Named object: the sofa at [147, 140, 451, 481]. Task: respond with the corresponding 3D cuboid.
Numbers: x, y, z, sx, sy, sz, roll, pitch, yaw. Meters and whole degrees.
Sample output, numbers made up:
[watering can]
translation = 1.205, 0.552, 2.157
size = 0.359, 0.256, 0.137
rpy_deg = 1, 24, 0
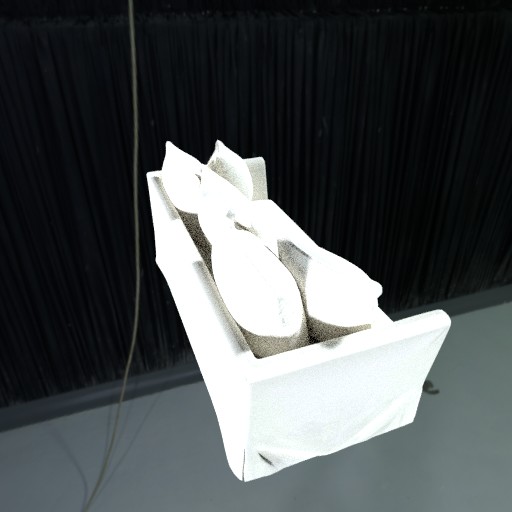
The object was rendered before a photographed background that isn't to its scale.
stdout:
[sofa]
translation = 0.000, 0.000, 2.815
size = 1.031, 1.034, 2.290
rpy_deg = -11, 33, -18
